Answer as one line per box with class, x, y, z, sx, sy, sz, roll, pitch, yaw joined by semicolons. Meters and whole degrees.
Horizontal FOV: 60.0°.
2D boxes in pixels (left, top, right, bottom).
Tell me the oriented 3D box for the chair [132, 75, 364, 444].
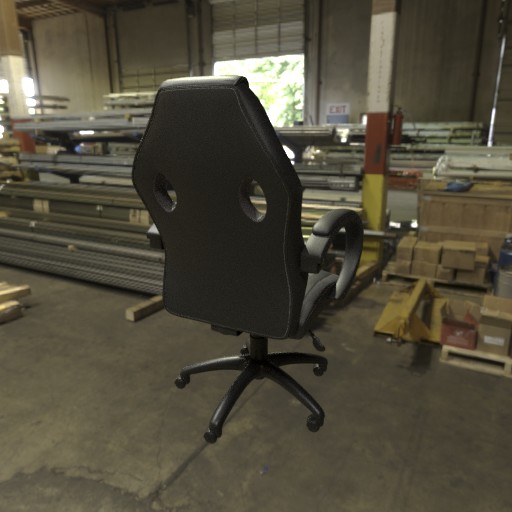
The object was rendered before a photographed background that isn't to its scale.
chair;0.000;0.000;1.648;0.673;1.187;0.724;8;18;27
